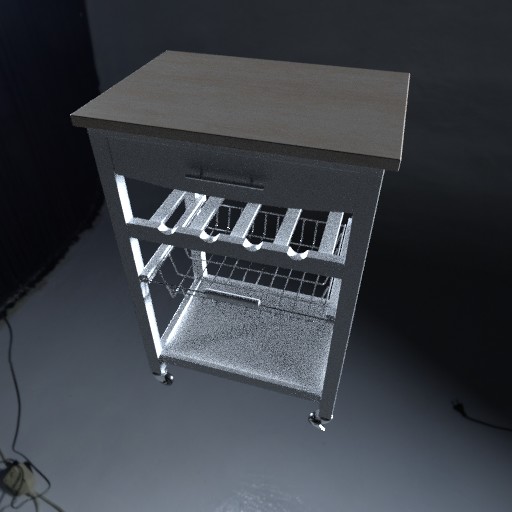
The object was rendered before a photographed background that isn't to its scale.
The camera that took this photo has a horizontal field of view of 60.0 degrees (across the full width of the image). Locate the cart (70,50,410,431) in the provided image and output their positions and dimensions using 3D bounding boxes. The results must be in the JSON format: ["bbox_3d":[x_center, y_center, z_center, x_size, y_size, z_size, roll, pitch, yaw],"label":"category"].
[{"bbox_3d":[0.000,0.000,1.159,0.578,0.857,0.406,11,42,13],"label":"cart"}]
